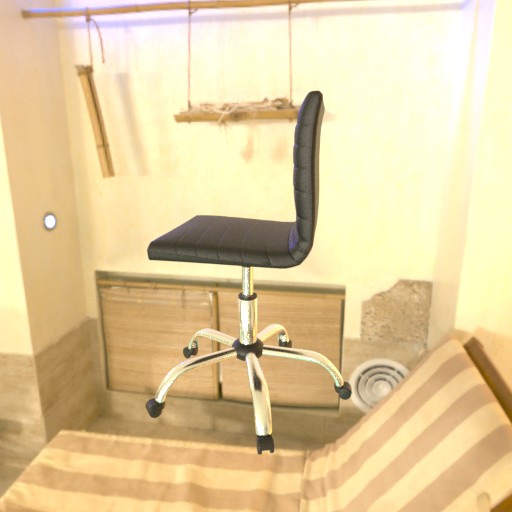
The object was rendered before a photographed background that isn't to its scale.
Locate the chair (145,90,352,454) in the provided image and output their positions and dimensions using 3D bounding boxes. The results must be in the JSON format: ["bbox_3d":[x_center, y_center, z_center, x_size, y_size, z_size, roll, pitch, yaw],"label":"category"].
[{"bbox_3d":[0.000,0.000,1.157,0.530,0.780,0.556,2,15,9],"label":"chair"}]
